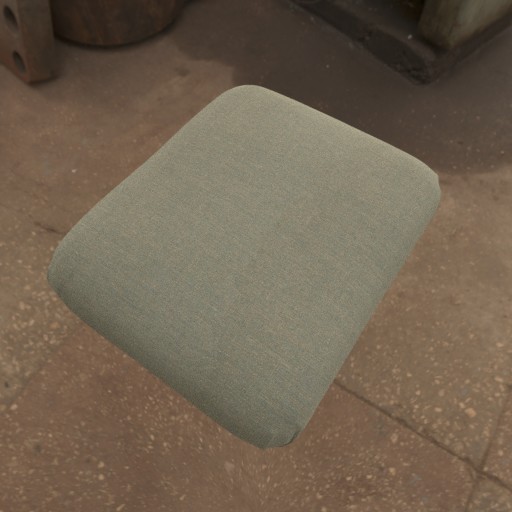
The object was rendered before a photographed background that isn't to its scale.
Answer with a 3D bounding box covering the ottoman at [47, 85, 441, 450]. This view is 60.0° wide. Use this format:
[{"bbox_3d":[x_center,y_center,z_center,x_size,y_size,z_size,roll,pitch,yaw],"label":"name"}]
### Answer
[{"bbox_3d":[0.000,0.000,1.093,0.622,0.450,0.747,31,64,17],"label":"ottoman"}]
